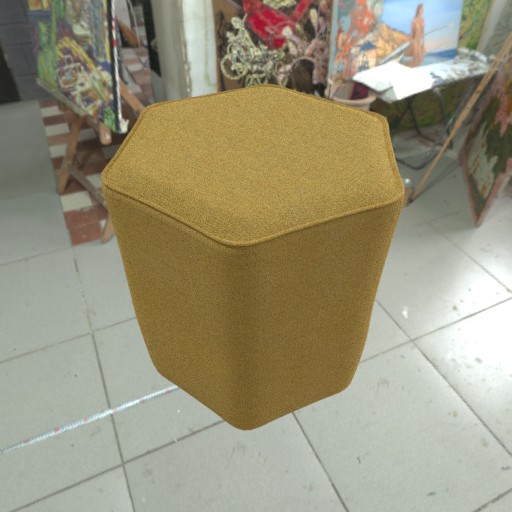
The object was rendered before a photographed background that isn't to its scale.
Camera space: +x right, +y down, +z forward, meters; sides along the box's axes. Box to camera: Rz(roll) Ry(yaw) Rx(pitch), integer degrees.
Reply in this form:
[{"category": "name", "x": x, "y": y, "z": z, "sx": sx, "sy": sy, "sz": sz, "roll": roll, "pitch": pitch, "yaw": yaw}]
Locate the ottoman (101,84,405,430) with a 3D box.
[{"category": "ottoman", "x": 0.000, "y": 0.000, "z": 0.864, "sx": 0.494, "sy": 0.502, "sz": 0.443, "roll": 26, "pitch": 49, "yaw": 25}]
